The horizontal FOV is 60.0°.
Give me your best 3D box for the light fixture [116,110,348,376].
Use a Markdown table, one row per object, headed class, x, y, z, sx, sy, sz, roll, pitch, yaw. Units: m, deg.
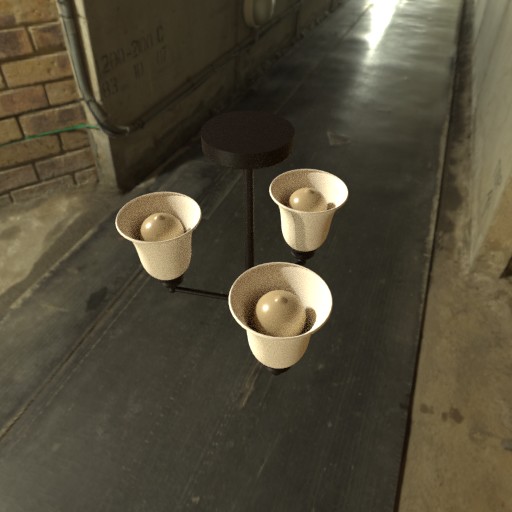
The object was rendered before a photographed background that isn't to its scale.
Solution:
| class | x | y | z | sx | sy | sz | roll | pitch | yaw |
| --- | --- | --- | --- | --- | --- | --- | --- | --- | --- |
| light fixture | 0.000 | 0.000 | 0.665 | 0.388 | 0.370 | 0.354 | -11 | 43 | -12 |
